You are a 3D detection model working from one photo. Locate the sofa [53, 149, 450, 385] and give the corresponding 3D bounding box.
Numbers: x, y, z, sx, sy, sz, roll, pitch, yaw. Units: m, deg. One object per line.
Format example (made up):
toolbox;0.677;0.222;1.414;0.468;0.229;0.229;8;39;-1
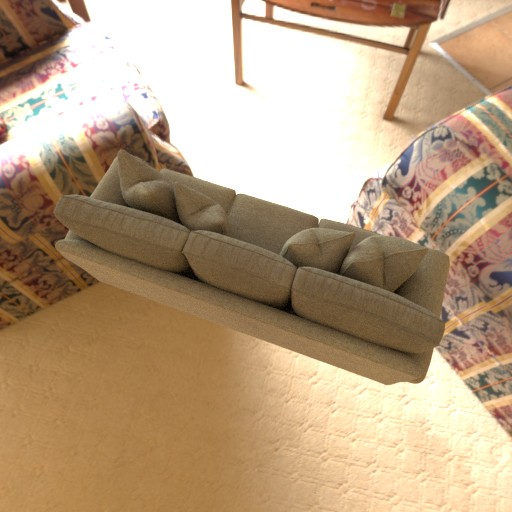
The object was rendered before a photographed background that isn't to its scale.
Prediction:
sofa;0.000;0.000;2.846;2.312;0.975;0.965;18;66;9
